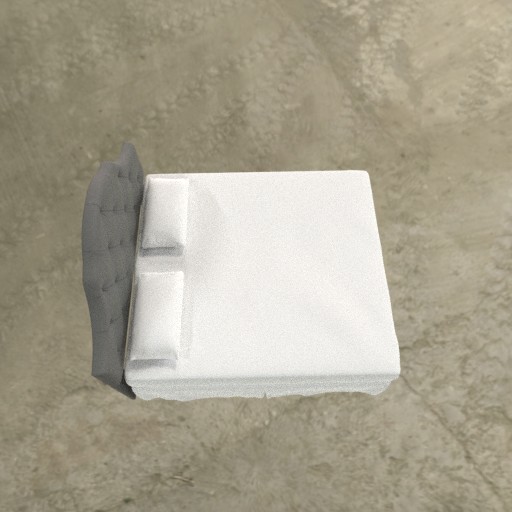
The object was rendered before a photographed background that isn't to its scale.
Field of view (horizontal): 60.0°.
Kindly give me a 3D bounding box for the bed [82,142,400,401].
[{"bbox_3d":[0.000,0.000,3.582,2.214,1.615,2.008,-1,64,-1],"label":"bed"}]
